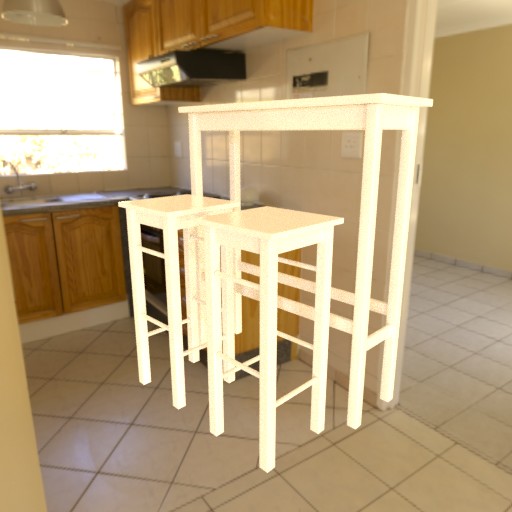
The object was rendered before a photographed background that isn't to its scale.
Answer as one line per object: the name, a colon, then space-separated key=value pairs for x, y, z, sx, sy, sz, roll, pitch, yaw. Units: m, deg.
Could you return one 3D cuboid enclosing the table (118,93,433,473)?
table: x=0.000 y=0.000 z=1.612 sx=0.915 sy=1.065 sz=0.650 roll=15 pitch=21 yaw=43
